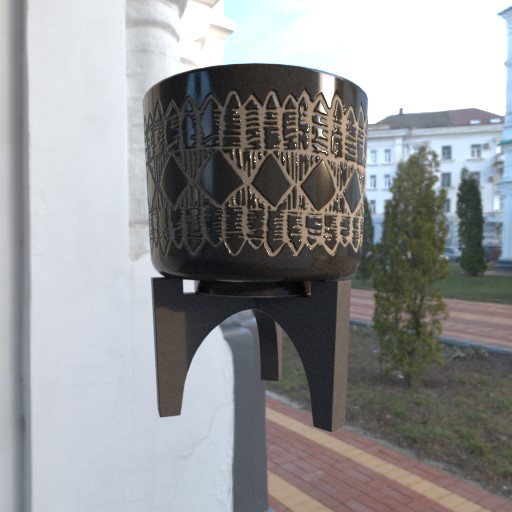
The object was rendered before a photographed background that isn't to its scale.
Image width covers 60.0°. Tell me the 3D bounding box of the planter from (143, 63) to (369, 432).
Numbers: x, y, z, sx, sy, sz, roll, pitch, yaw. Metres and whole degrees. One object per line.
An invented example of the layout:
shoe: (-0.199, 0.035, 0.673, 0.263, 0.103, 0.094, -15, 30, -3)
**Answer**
planter: (0.000, 0.000, 0.397, 0.196, 0.264, 0.196, 0, 1, -18)
